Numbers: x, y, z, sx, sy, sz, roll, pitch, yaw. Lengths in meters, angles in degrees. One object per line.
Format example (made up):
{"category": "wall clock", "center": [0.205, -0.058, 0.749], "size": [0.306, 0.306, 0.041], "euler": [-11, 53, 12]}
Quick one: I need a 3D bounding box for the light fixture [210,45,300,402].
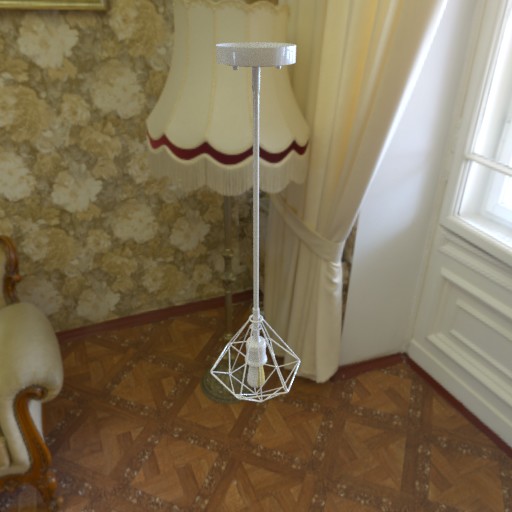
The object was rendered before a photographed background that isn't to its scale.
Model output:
{"category": "light fixture", "center": [0.000, 0.000, 2.048], "size": [0.431, 1.764, 0.487], "euler": [10, 30, 17]}
